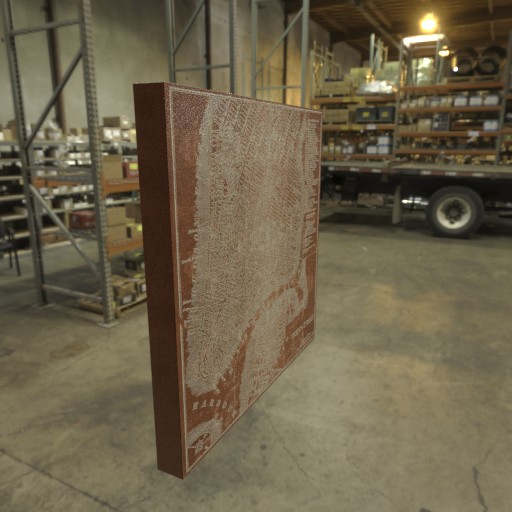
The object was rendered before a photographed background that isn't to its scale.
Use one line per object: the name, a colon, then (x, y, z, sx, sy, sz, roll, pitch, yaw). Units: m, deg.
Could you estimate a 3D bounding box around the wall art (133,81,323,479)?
wall art: (0.000, 0.000, 0.607, 0.035, 0.403, 0.403, 7, 16, 27)
